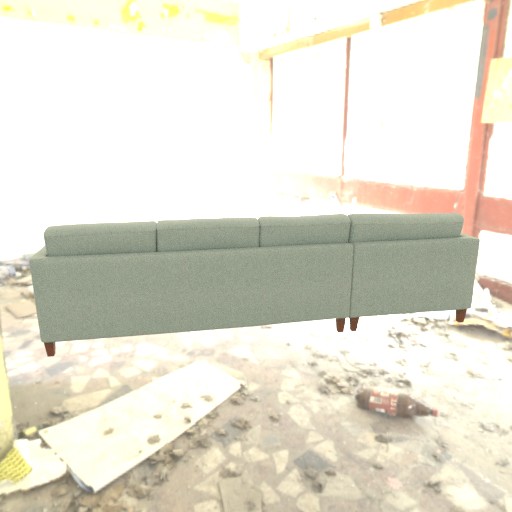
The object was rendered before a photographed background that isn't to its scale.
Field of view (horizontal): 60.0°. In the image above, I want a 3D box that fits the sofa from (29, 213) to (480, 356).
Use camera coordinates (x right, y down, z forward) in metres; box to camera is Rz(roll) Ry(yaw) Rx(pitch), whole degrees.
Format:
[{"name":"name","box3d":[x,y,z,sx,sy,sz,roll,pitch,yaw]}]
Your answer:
[{"name":"sofa","box3d":[0.000,0.000,4.122,3.470,0.953,1.600,-3,15,-10]}]
